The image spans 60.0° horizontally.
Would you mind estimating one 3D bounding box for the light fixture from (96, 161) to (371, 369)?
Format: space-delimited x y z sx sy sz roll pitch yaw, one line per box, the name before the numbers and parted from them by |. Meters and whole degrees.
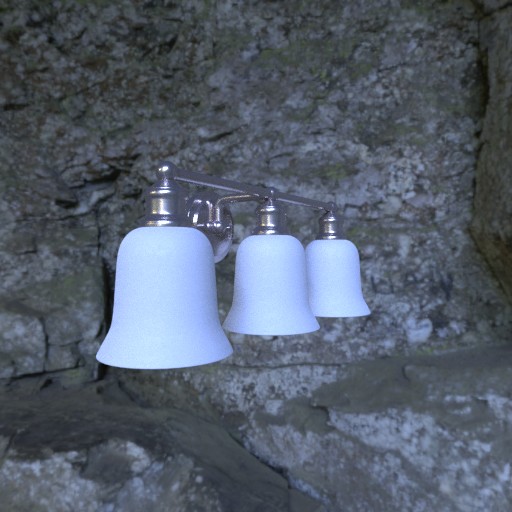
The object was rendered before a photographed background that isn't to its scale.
light fixture | 0.000 0.000 0.674 0.198 0.211 0.570 0 0 34
